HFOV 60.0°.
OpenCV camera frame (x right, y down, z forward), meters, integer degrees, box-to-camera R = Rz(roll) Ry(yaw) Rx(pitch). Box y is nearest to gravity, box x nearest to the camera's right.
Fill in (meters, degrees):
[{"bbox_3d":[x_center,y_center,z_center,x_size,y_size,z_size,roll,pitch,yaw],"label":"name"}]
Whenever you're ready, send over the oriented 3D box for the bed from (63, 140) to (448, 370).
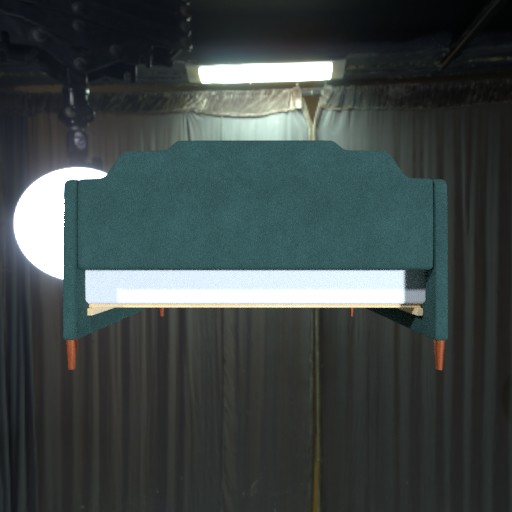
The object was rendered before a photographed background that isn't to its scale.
[{"bbox_3d":[0.000,0.000,3.546,2.074,1.245,2.340,0,0,0],"label":"bed"}]
